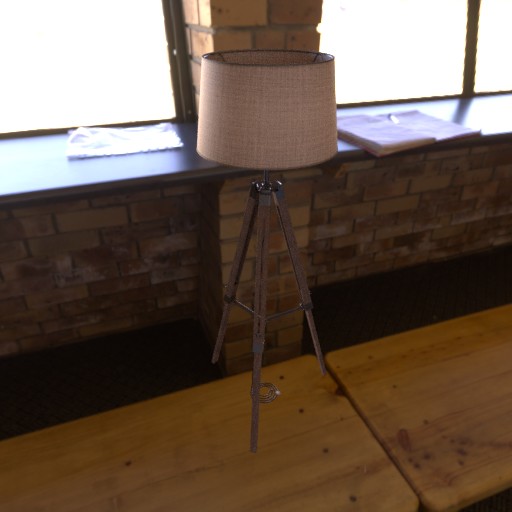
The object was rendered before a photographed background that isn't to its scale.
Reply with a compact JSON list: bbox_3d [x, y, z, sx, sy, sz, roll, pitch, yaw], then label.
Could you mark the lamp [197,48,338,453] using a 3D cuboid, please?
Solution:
[{"bbox_3d":[0.000,0.000,1.815,0.587,1.510,0.604,21,37,32],"label":"lamp"}]
